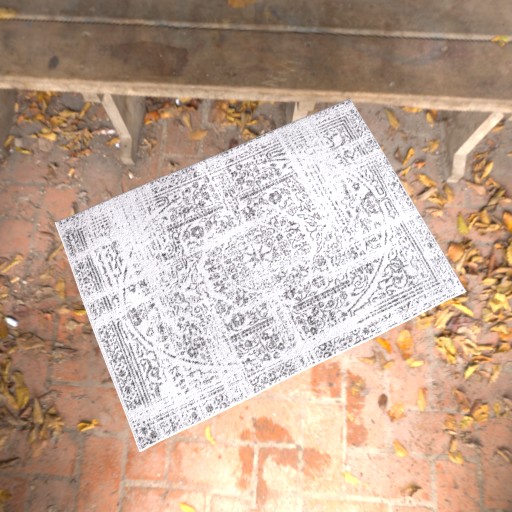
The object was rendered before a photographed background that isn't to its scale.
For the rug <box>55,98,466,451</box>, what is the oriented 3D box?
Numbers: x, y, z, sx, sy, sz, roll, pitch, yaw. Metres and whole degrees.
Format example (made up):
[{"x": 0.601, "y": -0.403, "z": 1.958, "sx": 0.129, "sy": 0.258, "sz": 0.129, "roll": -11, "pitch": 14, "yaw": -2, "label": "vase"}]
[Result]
[{"x": 0.000, "y": 0.000, "z": 3.136, "sx": 2.438, "sy": 0.026, "sz": 1.706, "roll": -24, "pitch": 76, "yaw": -6, "label": "rug"}]
